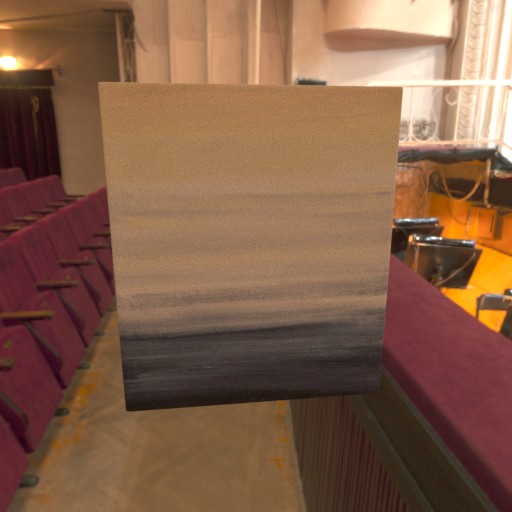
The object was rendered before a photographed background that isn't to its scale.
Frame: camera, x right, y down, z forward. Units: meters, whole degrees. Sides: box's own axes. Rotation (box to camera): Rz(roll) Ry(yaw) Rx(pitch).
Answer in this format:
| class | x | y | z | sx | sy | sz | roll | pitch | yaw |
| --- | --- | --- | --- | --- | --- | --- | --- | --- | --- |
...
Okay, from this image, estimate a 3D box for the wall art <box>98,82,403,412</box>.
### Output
| class | x | y | z | sx | sy | sz | roll | pitch | yaw |
| --- | --- | --- | --- | --- | --- | --- | --- | --- | --- |
| wall art | 0.000 | 0.000 | 0.983 | 0.608 | 0.710 | 0.041 | -2 | 15 | -7 |
